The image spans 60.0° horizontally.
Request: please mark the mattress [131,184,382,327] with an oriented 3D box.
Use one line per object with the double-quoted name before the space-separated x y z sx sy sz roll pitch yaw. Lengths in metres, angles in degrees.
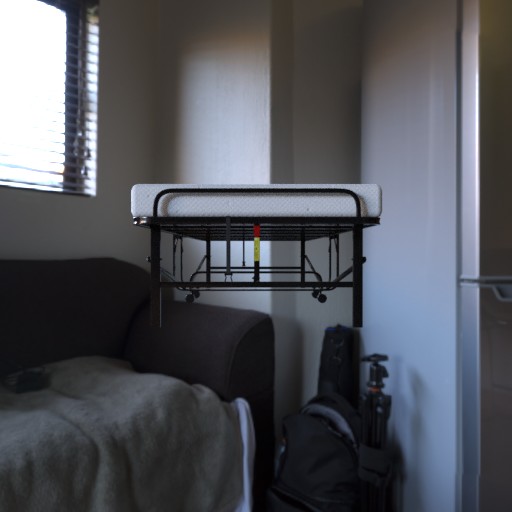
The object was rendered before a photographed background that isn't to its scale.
"mattress" 0.000 0.000 2.587 0.922 0.519 2.153 0 0 0
